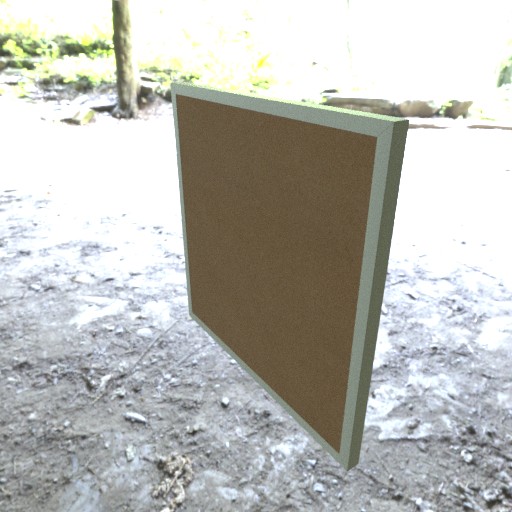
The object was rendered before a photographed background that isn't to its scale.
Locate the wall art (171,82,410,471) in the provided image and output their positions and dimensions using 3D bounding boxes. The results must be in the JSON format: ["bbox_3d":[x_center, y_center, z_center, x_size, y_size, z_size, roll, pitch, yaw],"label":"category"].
[{"bbox_3d":[0.000,0.000,1.111,0.036,0.760,0.760,-17,31,-31],"label":"wall art"}]
